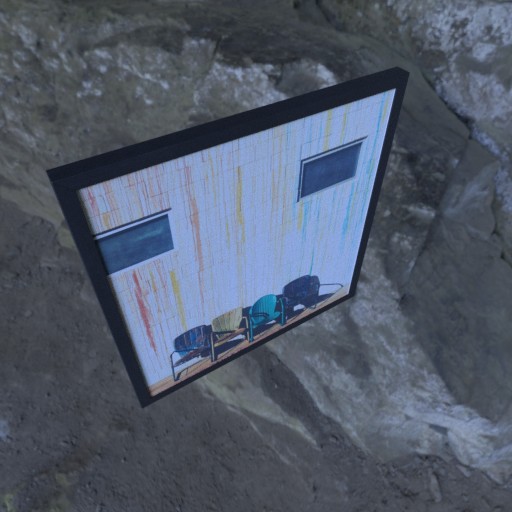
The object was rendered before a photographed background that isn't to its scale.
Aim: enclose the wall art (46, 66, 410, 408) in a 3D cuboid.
[{"bbox_3d":[0.000,0.000,1.105,0.763,0.763,0.039,-24,50,-22],"label":"wall art"}]
